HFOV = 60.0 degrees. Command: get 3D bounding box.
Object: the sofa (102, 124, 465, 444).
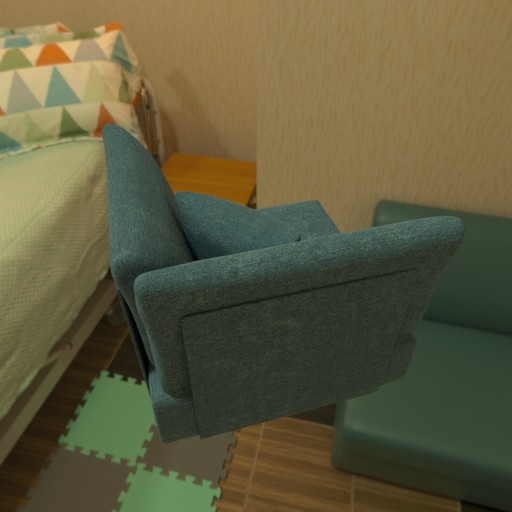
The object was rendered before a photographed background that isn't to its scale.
[{"bbox_3d":[0.000,0.000,1.756,1.000,0.820,1.000,-11,42,-12],"label":"sofa"}]
